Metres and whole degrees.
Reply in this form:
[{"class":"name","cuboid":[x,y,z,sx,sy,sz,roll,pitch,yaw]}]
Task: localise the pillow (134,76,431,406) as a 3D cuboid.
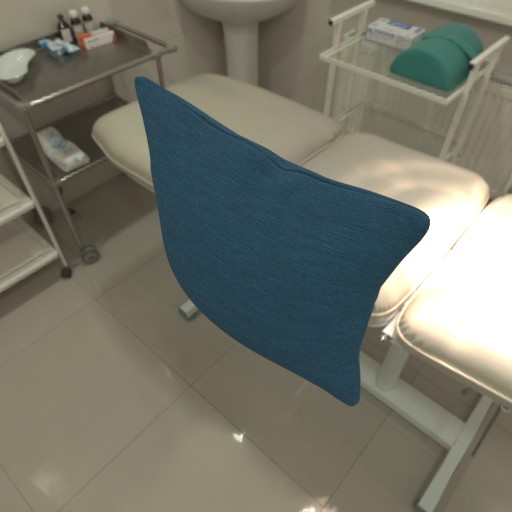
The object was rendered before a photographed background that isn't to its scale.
[{"class":"pillow","cuboid":[0.000,0.000,0.659,0.437,0.420,0.177,33,56,27]}]
